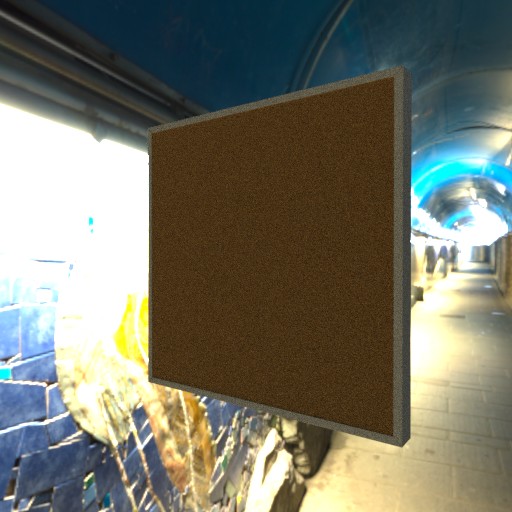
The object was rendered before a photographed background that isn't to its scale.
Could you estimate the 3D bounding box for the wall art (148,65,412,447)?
[{"bbox_3d":[0.000,0.000,0.752,0.508,0.508,0.037,0,1,36],"label":"wall art"}]
